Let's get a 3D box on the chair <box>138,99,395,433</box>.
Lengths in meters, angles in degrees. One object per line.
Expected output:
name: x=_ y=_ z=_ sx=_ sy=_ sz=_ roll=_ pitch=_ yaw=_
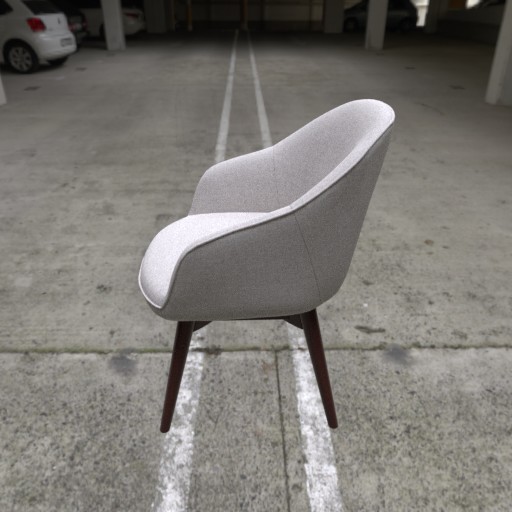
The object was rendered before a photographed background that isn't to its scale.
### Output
chair: x=0.000 y=0.000 z=1.247 sx=0.635 sy=0.823 sz=0.596 roll=-1 pitch=27 yaw=-2
